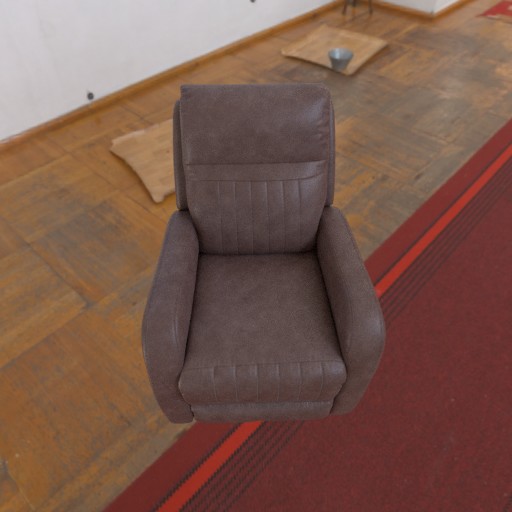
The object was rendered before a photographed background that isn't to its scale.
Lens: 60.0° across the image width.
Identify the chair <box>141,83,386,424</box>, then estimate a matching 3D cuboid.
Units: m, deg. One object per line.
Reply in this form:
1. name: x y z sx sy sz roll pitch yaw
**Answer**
1. chair: 0.000 0.000 1.829 0.865 1.067 1.067 -2 45 -1
